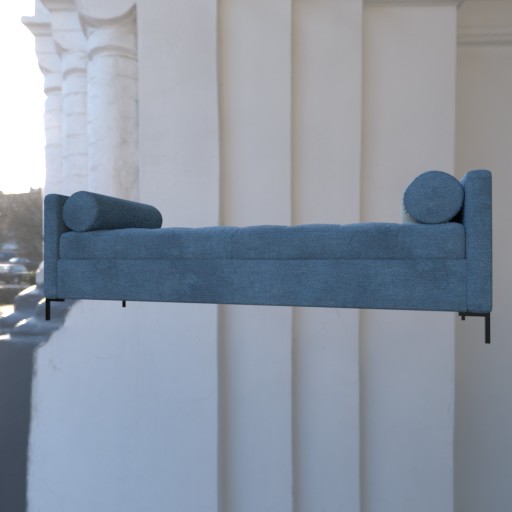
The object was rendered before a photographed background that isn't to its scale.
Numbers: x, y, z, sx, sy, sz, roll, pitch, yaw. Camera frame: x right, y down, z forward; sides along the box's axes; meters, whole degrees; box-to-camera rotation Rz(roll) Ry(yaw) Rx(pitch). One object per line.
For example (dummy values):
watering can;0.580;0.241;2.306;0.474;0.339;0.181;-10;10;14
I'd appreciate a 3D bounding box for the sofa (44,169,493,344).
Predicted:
sofa;0.000;0.000;2.192;1.981;0.635;0.686;0;0;18
